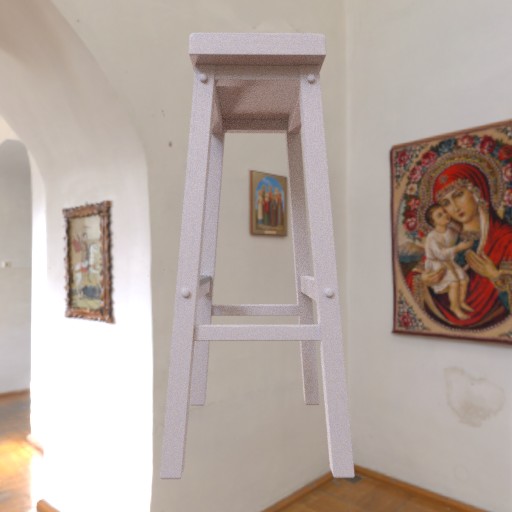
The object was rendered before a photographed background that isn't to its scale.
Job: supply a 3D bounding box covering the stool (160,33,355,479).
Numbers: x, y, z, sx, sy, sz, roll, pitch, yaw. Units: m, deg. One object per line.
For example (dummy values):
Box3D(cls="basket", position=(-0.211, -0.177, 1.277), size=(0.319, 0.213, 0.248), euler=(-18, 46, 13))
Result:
Box3D(cls="stool", position=(0.000, 0.000, 0.939), size=(0.322, 0.742, 0.406), euler=(0, 0, -1))
